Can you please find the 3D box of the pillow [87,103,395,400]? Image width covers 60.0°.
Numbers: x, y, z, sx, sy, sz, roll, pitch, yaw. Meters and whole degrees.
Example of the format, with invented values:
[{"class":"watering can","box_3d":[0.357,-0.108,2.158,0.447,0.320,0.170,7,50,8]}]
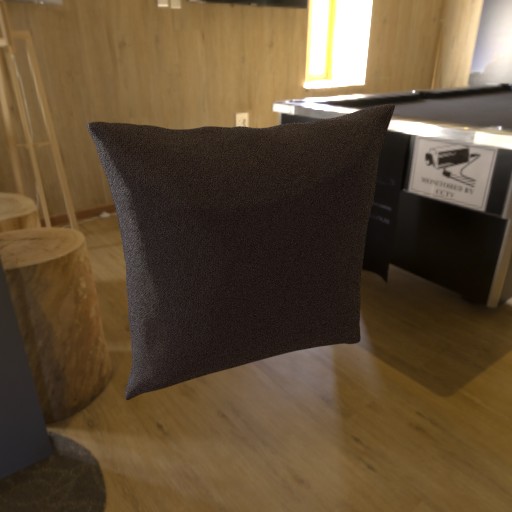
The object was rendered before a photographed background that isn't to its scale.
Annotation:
[{"class":"pillow","box_3d":[0.000,0.000,0.697,0.452,0.439,0.204,-10,27,-20]}]
